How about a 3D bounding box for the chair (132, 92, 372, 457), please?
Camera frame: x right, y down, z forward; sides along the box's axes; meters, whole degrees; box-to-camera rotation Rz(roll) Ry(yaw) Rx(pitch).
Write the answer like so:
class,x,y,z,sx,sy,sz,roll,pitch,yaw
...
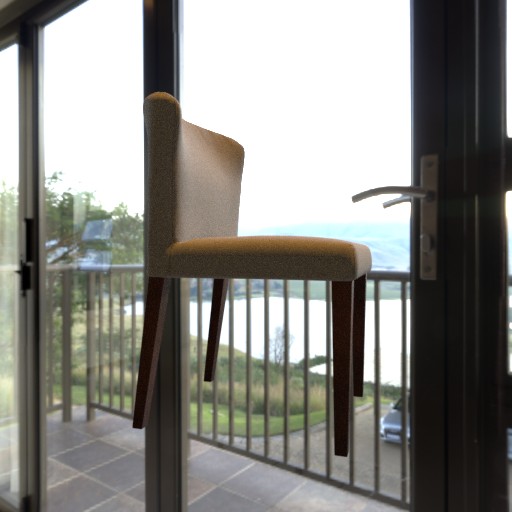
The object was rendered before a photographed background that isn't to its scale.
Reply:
class,x,y,z,sx,sy,sz,roll,pitch,yaw
chair,0.000,0.000,1.213,0.592,0.839,0.491,0,0,18
